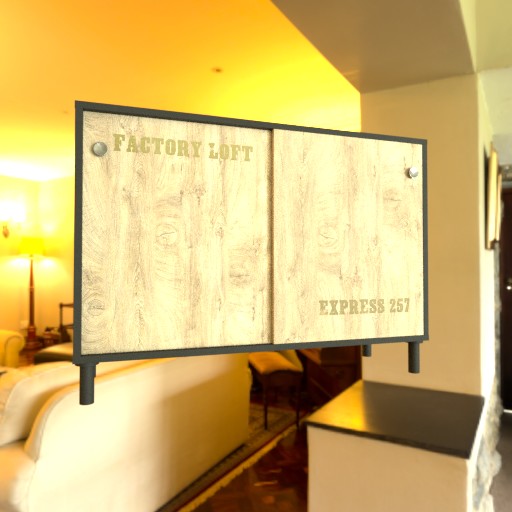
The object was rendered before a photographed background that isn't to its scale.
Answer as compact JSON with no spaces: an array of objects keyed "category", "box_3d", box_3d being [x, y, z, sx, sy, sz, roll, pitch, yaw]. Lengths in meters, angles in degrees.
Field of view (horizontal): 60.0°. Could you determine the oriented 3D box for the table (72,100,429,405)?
[{"category":"table","box_3d":[0.000,0.000,1.601,1.200,0.855,0.400,0,-1,-19]}]
